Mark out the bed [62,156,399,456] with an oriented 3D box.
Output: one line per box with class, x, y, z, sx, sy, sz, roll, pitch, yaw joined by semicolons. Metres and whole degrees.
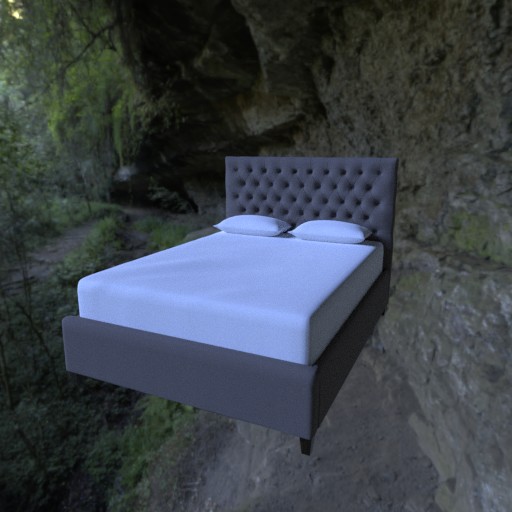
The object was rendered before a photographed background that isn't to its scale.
bed;0.000;0.000;3.347;1.696;1.426;2.233;6;15;25
